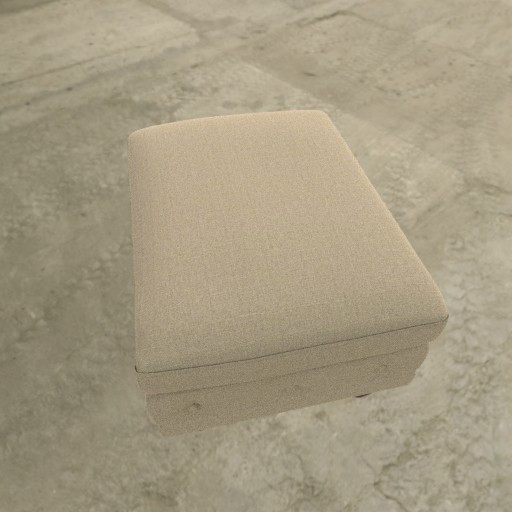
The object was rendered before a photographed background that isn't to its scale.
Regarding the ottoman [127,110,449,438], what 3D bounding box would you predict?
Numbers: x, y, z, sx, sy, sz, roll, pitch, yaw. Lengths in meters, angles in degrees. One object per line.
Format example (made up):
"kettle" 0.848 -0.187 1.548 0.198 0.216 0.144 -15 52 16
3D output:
"ottoman" 0.000 0.000 1.027 0.541 0.463 0.684 -9 48 -8
